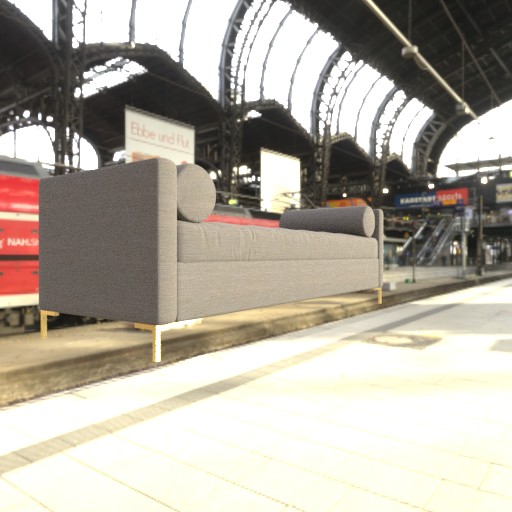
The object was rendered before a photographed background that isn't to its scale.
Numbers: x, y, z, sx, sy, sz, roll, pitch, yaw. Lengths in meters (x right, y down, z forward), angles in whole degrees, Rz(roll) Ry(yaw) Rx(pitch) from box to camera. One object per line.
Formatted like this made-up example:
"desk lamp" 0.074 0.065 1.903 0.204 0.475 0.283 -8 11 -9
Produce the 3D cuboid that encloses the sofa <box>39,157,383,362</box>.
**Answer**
"sofa" 0.000 0.000 2.332 0.686 0.635 1.981 0 0 35
